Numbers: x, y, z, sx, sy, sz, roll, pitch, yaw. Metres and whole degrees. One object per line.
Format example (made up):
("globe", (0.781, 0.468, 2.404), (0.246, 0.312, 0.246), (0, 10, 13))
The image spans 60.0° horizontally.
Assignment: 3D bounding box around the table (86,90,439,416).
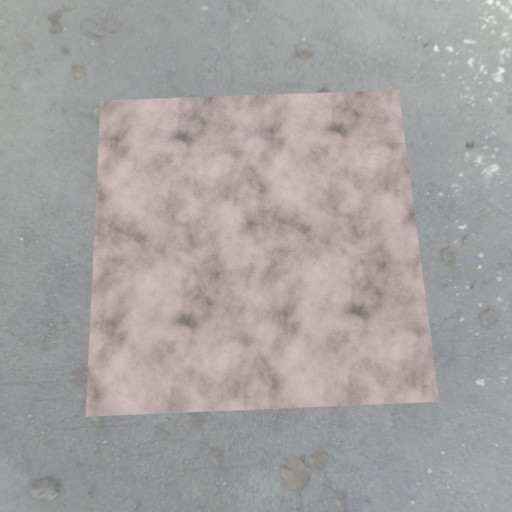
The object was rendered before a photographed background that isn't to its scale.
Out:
("table", (0.000, 0.000, 1.064), (0.670, 0.305, 0.670), (-2, 76, -1))
